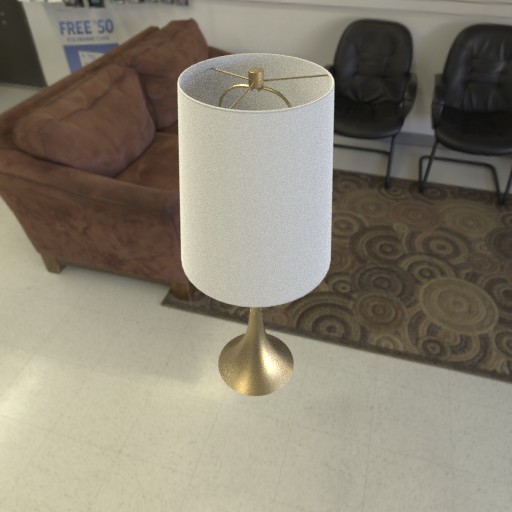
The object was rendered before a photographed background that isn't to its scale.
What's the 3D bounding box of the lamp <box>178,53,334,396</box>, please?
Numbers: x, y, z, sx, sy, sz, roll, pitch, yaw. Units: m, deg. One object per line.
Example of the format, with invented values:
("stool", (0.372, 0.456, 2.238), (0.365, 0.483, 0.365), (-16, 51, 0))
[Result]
("lamp", (0.000, 0.000, 0.696), (0.231, 0.569, 0.231), (0, 42, 0))
